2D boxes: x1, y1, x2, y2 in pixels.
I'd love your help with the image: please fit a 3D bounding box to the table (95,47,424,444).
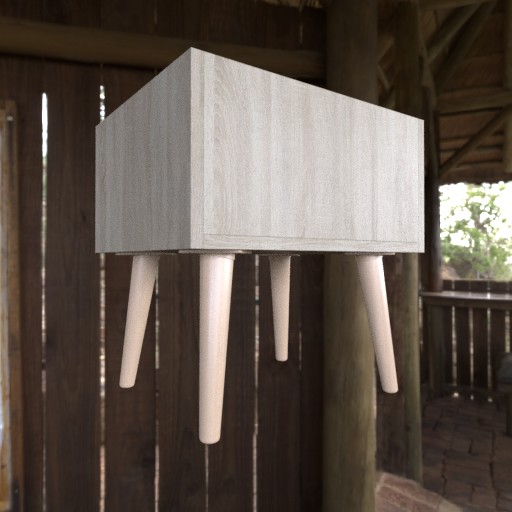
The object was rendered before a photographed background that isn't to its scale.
[{"bbox_3d":[0.000,0.000,0.784,0.450,0.470,0.370,0,-1,-36],"label":"table"}]
